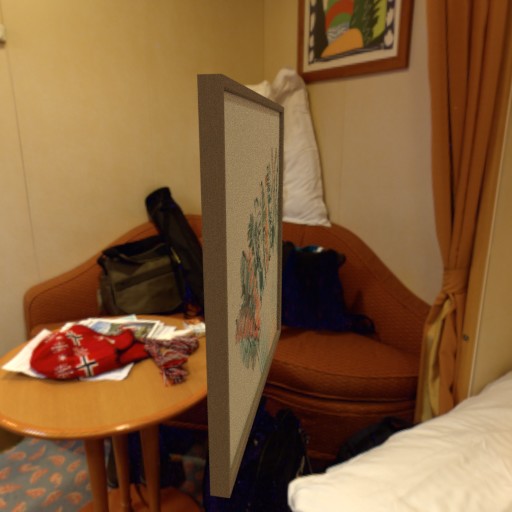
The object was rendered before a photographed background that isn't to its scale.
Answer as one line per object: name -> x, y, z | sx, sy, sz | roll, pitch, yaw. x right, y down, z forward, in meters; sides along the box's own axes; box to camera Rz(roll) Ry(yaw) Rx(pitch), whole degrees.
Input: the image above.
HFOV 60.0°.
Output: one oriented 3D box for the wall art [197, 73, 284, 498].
wall art -> 0.000, 0.000, 1.117 | 0.038, 0.758, 0.761 | 3, 15, 10
